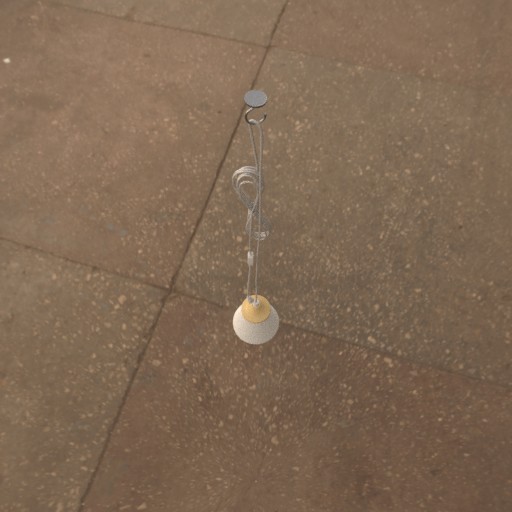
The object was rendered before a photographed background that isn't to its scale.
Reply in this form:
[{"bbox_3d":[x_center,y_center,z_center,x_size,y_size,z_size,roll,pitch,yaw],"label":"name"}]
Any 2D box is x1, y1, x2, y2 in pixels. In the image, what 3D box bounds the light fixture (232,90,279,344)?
[{"bbox_3d":[0.000,0.000,1.045,0.153,0.966,0.153,17,64,8],"label":"light fixture"}]
